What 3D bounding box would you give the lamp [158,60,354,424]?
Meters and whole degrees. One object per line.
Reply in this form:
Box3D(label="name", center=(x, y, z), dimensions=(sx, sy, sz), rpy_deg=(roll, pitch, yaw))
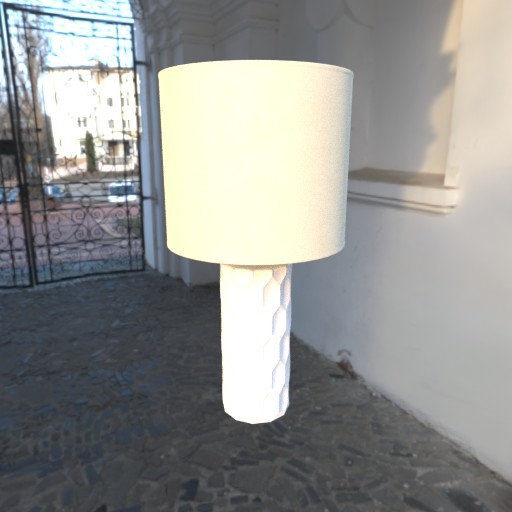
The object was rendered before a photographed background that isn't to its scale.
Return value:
Box3D(label="lamp", center=(0.000, 0.000, 0.709), dimensions=(0.277, 0.537, 0.277), rpy_deg=(-2, 15, -9))
